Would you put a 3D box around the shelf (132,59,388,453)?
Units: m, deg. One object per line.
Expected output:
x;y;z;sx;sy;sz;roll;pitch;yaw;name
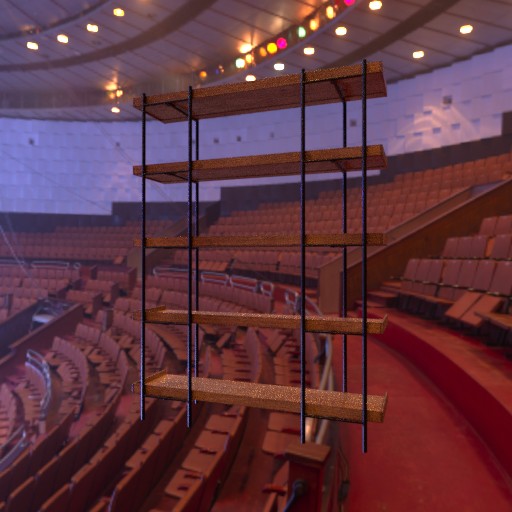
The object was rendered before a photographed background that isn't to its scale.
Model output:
0.000;0.000;2.442;1.371;1.826;0.379;0;-1;20;shelf
